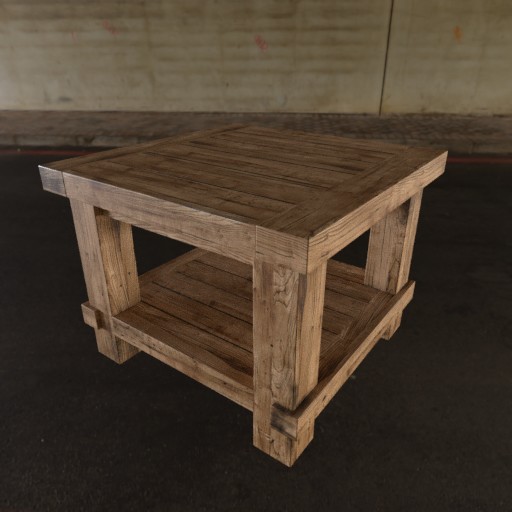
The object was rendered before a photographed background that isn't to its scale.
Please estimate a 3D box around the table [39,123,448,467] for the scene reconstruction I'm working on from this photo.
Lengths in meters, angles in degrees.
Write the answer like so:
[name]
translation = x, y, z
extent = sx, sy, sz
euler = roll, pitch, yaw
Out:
[table]
translation = 0.000, 0.000, 1.025
extent = 0.610, 0.457, 0.610
euler = 18, 31, 32
